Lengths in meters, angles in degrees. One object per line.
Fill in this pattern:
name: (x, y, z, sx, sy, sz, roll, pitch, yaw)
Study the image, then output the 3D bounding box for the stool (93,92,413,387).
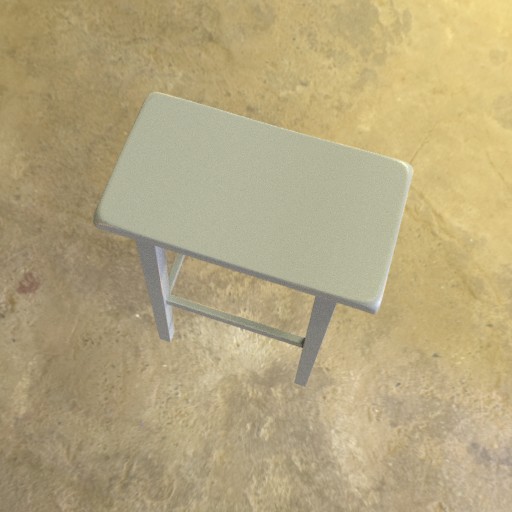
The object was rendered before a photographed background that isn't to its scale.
stool: (0.000, 0.000, 1.028, 0.457, 0.737, 0.476, 17, 75, 5)
